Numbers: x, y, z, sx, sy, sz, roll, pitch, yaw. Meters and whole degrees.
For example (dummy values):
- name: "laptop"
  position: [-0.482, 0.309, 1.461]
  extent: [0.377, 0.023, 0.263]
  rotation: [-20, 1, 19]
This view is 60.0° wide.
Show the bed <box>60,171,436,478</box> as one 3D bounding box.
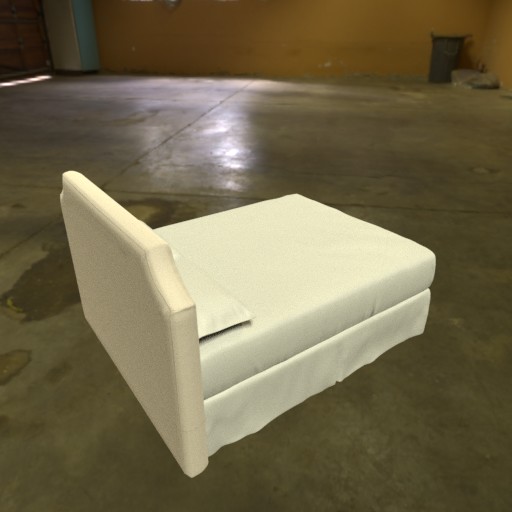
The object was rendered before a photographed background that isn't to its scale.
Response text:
- name: "bed"
  position: [0.000, 0.000, 3.241]
  extent: [2.164, 1.297, 1.828]
  rotation: [-18, 33, -31]
